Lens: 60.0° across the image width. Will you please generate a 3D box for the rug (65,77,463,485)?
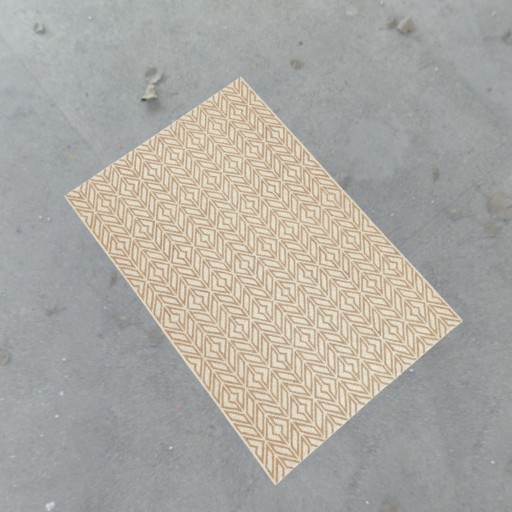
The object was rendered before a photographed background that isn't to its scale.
[{"bbox_3d":[0.000,0.000,2.328,1.220,0.007,1.828,-37,78,-9],"label":"rug"}]
